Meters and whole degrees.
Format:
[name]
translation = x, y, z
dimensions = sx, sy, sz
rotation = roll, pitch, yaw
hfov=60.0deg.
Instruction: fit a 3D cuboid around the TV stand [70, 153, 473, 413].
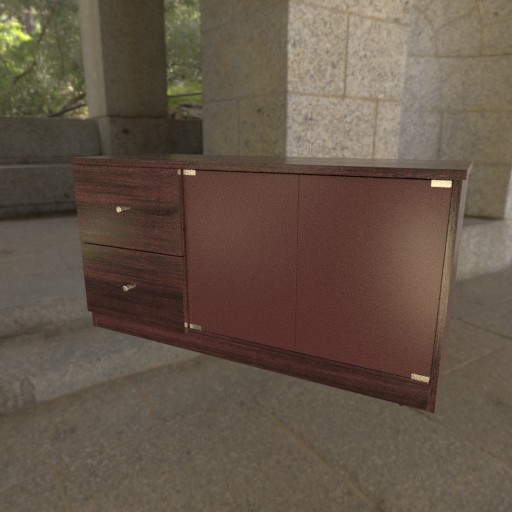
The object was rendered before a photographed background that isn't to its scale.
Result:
[TV stand]
translation = 0.000, 0.000, 1.438
dimensions = 1.192, 0.614, 0.404
rotation = 8, 17, 26
